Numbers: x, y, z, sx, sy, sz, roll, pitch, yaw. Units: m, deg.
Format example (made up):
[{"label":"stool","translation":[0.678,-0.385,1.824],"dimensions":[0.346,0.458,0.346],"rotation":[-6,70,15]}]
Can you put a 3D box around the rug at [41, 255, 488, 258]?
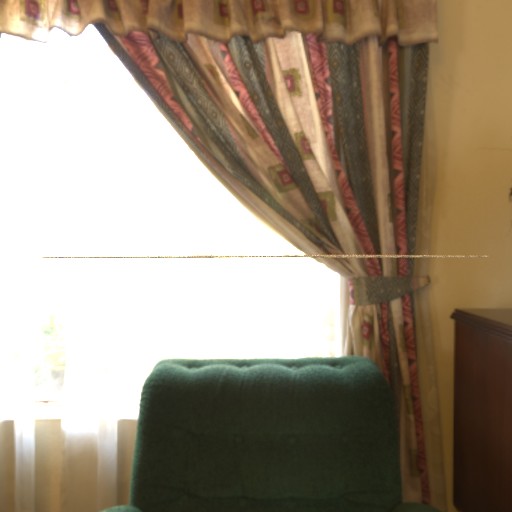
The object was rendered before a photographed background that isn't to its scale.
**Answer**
[{"label":"rug","translation":[0.000,0.000,2.035],"dimensions":[1.652,0.006,1.035],"rotation":[0,0,-18]}]
